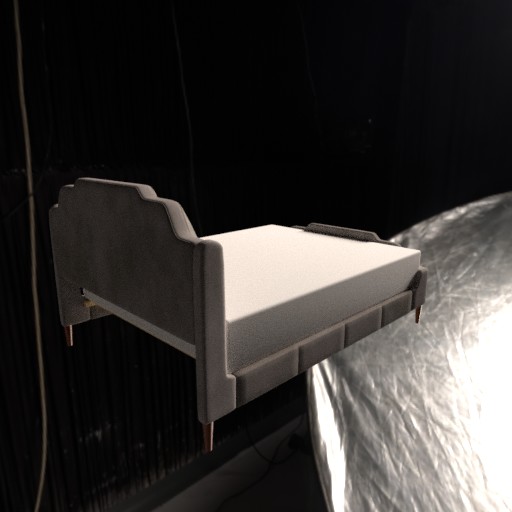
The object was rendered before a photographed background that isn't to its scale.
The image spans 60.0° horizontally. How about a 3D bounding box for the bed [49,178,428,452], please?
[{"bbox_3d":[0.000,0.000,3.327,2.340,1.245,1.676,-14,20,-43],"label":"bed"}]
